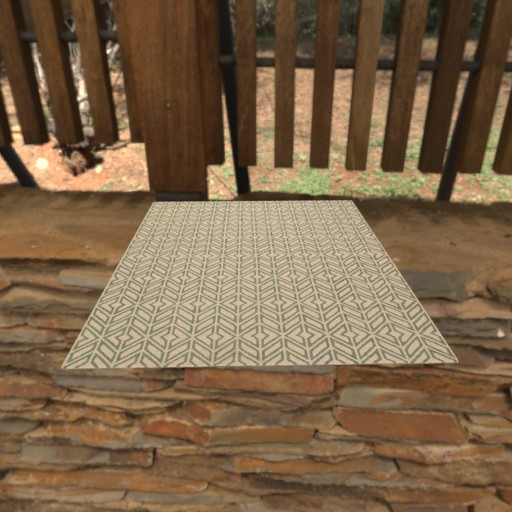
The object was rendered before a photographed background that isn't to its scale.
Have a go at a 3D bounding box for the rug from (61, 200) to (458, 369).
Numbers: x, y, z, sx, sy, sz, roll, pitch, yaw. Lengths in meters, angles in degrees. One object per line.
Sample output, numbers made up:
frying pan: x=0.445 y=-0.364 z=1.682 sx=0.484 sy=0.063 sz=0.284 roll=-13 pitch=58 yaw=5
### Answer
rug: x=0.000 y=0.000 z=4.077 sx=2.441 sy=0.017 sz=3.050 roll=-1 pitch=26 yaw=-1
